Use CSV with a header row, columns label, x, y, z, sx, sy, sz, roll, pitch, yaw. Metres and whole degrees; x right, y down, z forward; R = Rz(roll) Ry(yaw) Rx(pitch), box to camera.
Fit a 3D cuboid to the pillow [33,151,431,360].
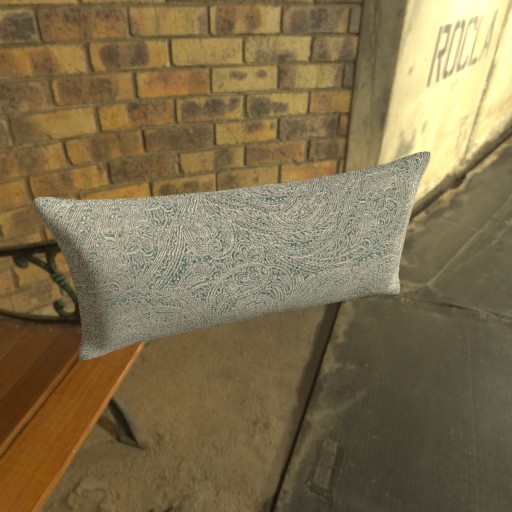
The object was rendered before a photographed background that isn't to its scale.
label,x,y,z,sx,sy,sz,roll,pitch,yaw
pillow,0.000,0.000,0.737,0.615,0.295,0.151,-10,33,-15
